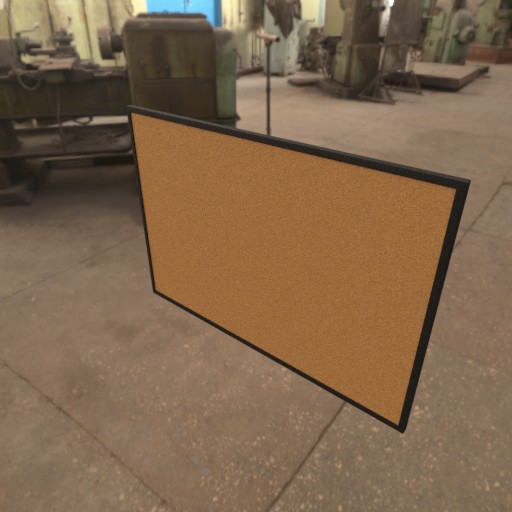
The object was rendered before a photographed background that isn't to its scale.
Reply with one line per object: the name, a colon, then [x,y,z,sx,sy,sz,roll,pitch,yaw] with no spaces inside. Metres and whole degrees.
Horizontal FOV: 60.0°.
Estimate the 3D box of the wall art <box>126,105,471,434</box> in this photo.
wall art: [0.000,0.000,0.832,0.664,0.458,0.013,23,37,33]
